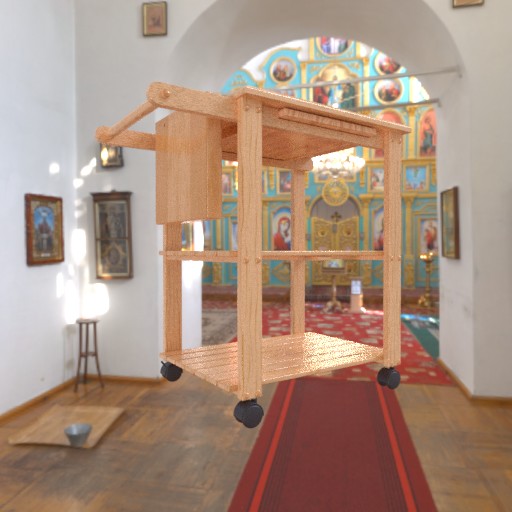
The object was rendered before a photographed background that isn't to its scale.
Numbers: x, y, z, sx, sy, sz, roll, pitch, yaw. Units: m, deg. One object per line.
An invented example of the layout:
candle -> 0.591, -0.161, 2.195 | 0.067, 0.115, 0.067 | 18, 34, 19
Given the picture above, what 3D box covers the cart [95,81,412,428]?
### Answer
cart -> 0.000, 0.000, 1.358 | 0.843, 0.816, 0.520 | -1, 1, -35
